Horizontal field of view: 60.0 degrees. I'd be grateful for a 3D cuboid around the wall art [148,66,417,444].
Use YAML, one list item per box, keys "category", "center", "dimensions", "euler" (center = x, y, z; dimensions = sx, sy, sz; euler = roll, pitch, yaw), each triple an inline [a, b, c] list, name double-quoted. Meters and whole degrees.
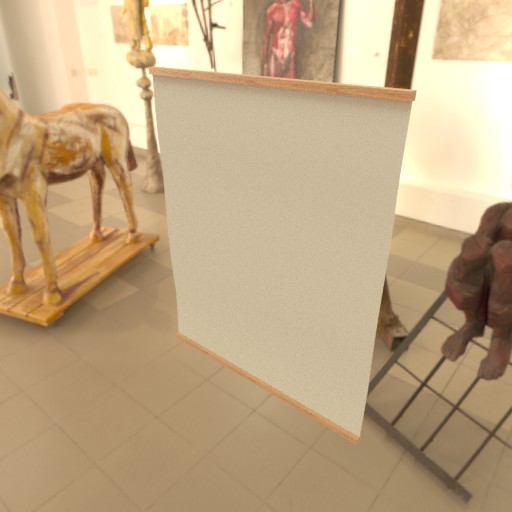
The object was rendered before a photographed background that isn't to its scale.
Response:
- category: "wall art"
  center: [0.000, 0.000, 0.672]
  dimensions: [0.406, 0.508, 0.013]
  euler: [21, 35, 34]
